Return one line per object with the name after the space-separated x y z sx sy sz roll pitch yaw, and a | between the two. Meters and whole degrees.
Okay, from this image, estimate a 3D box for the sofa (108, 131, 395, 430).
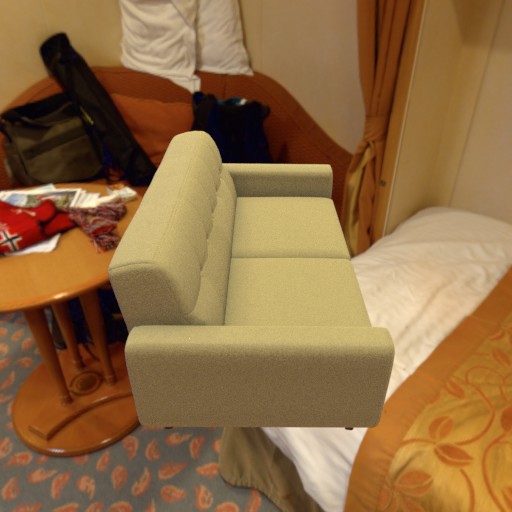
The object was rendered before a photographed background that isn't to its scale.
0.000 0.000 2.256 0.980 0.892 1.655 0 33 0 | sofa
